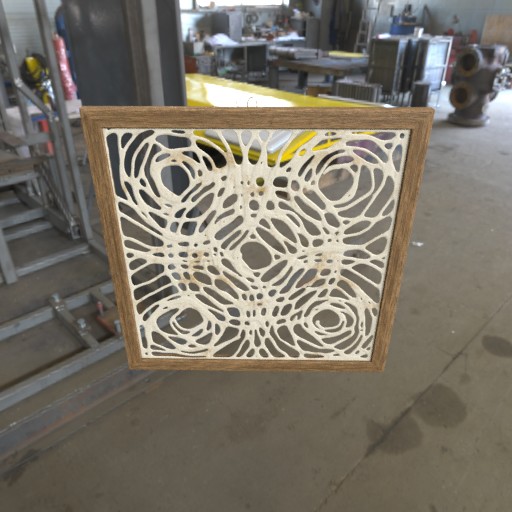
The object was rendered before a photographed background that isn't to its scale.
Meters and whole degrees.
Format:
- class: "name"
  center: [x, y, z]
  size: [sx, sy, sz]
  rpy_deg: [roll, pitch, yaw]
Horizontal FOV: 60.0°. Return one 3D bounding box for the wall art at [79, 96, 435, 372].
- class: "wall art"
  center: [0.000, 0.000, 0.842]
  size: [0.561, 0.576, 0.021]
  rpy_deg: [1, 30, 1]
